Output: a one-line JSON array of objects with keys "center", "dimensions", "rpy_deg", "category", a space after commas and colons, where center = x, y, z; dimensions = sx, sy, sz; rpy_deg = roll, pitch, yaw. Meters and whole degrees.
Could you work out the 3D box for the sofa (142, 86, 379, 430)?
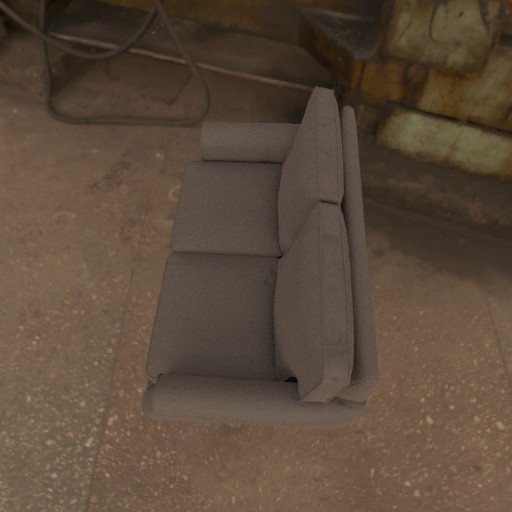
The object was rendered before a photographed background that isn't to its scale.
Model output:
[{"center": [0.000, 0.000, 2.227], "dimensions": [0.964, 0.937, 1.665], "rpy_deg": [3, 57, 2], "category": "sofa"}]
